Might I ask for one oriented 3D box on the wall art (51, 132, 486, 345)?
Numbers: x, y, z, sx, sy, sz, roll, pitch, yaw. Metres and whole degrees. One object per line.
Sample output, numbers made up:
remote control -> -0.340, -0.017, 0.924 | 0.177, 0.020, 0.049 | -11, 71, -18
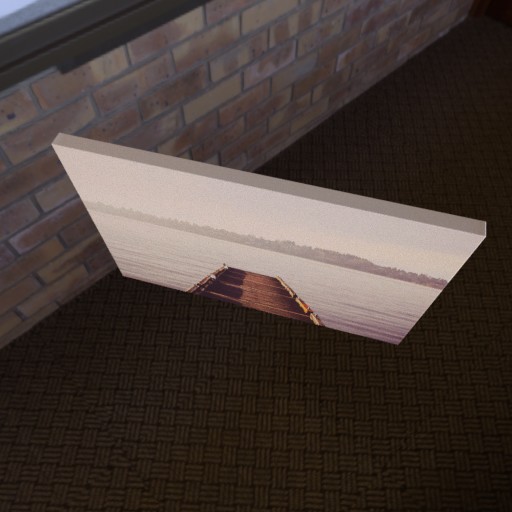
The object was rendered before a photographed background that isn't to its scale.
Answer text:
wall art -> 0.000, 0.000, 1.173 | 0.916, 0.609, 0.037 | 13, 60, 8
